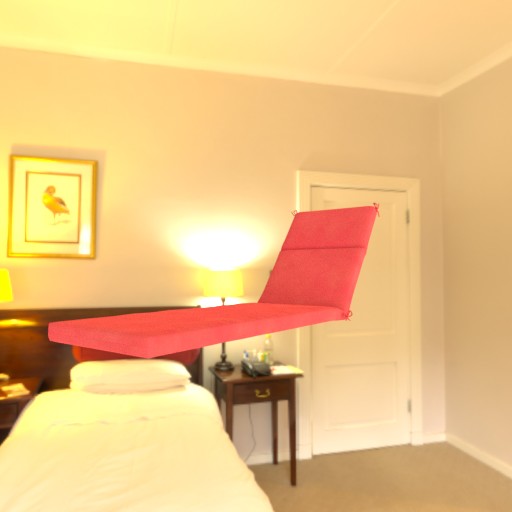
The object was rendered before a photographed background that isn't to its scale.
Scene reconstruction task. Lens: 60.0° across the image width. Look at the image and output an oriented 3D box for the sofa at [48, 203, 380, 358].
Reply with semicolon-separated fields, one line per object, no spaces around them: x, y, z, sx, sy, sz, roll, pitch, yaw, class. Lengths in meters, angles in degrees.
0.000;0.000;1.999;0.582;0.622;1.663;-1;-2;36;sofa
